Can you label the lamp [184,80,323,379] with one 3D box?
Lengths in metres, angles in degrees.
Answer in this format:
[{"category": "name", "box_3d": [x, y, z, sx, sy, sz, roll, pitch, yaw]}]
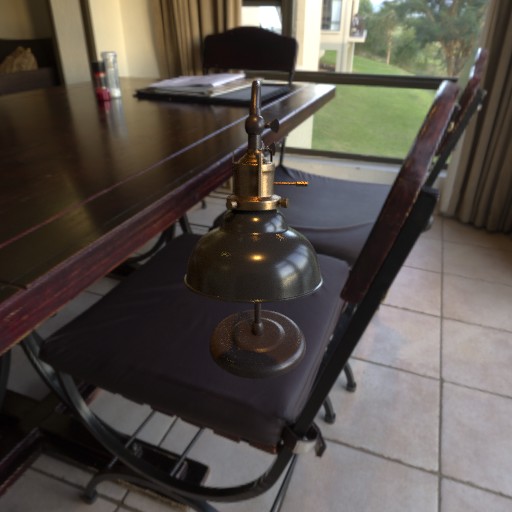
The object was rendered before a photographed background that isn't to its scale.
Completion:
[{"category": "lamp", "box_3d": [0.000, 0.000, 0.684, 0.192, 0.508, 0.374, 1, 29, 2]}]
